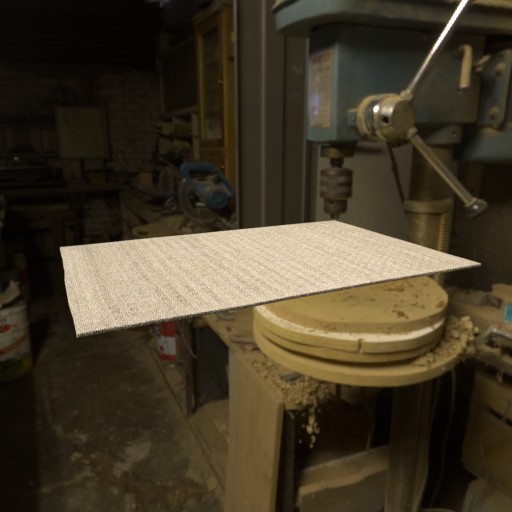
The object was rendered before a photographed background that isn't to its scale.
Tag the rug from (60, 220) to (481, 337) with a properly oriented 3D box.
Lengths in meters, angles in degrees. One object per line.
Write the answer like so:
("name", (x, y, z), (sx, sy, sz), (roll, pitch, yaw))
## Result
("rug", (0.000, 0.000, 2.878), (2.297, 0.018, 1.532), (-7, 17, -24))
